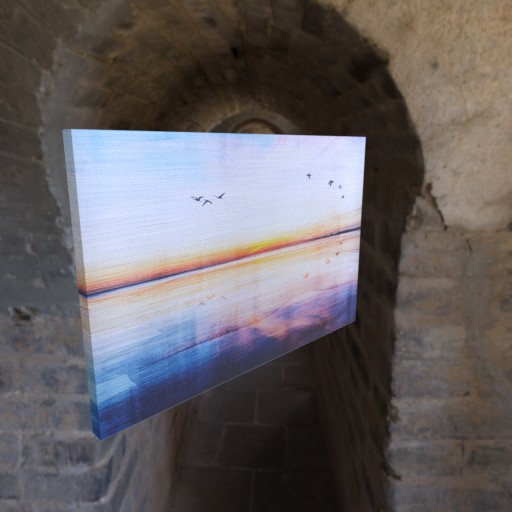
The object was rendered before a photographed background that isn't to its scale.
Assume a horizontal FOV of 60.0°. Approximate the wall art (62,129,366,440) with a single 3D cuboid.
[{"bbox_3d":[0.000,0.000,1.142,0.911,0.605,0.037,-13,19,-43],"label":"wall art"}]
